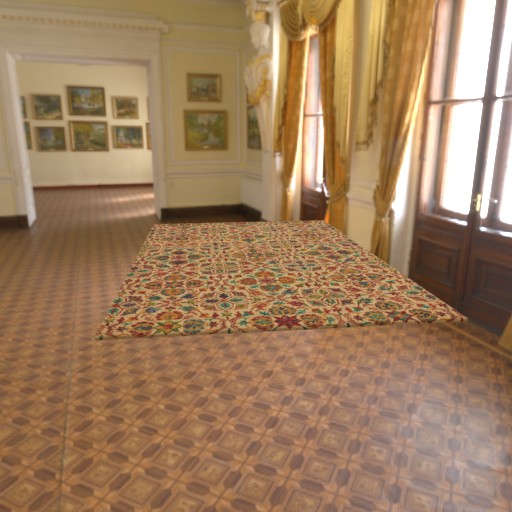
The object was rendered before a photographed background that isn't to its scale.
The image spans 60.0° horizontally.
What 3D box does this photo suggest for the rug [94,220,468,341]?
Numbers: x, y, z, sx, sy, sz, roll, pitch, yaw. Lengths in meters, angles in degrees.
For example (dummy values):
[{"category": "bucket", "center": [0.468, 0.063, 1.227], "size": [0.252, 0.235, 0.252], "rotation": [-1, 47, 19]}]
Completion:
[{"category": "rug", "center": [0.000, 0.000, 2.894], "size": [1.541, 0.018, 2.297], "rotation": [-2, 15, -7]}]
